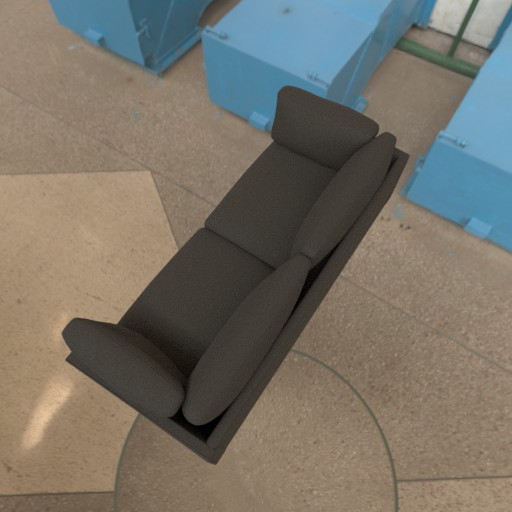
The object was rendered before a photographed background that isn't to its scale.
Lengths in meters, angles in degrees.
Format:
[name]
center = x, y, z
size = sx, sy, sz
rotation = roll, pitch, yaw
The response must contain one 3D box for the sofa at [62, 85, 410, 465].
[sofa]
center = 0.000, 0.000, 2.827
size = 0.969, 0.792, 2.312
rotation = 31, 67, 15
